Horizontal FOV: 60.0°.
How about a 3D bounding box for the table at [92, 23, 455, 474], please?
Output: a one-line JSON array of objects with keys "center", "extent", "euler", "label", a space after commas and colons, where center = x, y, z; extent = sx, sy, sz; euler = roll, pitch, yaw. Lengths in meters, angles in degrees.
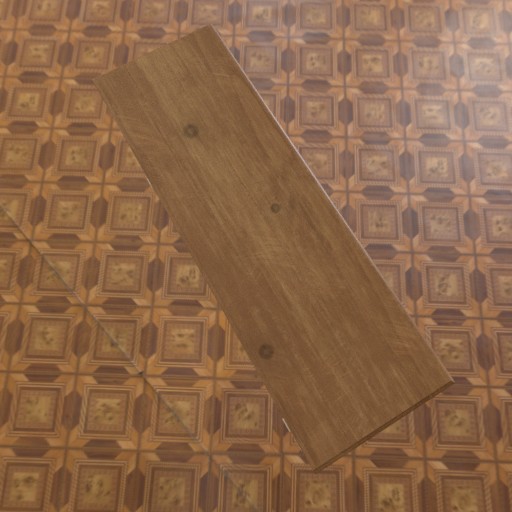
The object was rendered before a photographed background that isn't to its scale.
[{"center": [0.000, 0.000, 1.553], "extent": [0.399, 0.800, 1.219], "euler": [-29, 76, -8], "label": "table"}]
